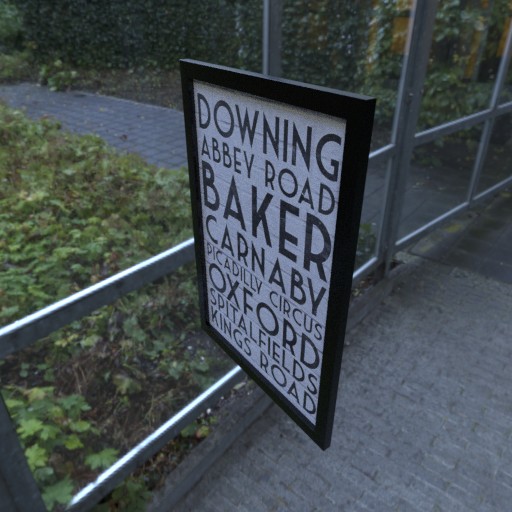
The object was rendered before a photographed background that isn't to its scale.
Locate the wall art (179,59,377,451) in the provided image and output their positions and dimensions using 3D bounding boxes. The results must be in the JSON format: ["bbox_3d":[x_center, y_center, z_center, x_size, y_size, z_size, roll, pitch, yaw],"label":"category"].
[{"bbox_3d":[0.000,0.000,0.856,0.019,0.656,0.462,-21,37,-31],"label":"wall art"}]
